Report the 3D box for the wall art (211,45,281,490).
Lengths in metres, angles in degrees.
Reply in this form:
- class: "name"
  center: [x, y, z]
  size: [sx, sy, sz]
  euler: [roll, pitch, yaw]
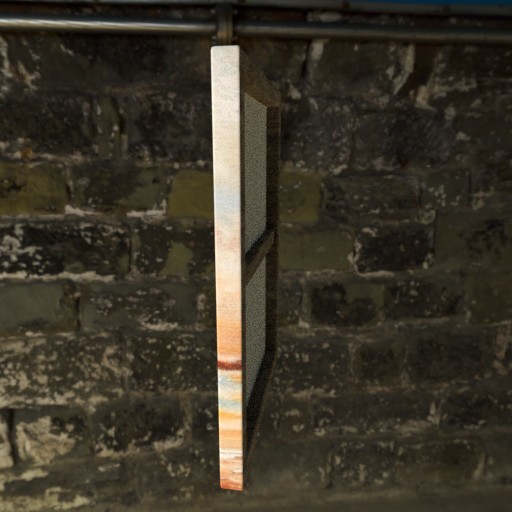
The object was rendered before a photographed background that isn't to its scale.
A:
- class: "wall art"
  center: [0.000, 0.000, 0.795]
  size: [0.035, 0.605, 0.443]
  euler: [2, 14, 9]
